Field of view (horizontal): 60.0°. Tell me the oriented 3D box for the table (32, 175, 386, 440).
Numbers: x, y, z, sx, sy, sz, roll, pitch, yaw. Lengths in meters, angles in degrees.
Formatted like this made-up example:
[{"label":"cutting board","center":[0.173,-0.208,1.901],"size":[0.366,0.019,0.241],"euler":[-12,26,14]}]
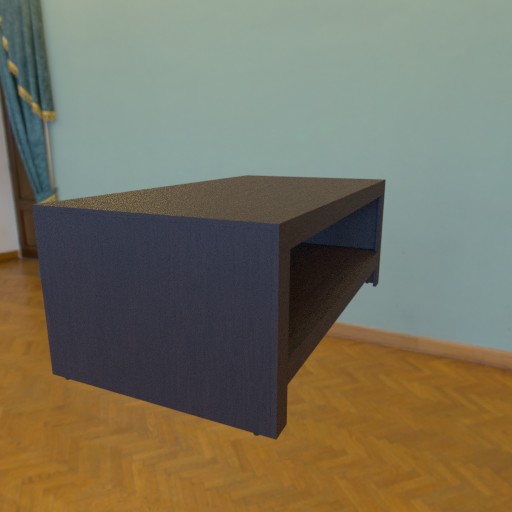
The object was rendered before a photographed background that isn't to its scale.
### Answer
[{"label":"table","center":[0.000,0.000,1.406],"size":[0.597,0.424,1.099],"euler":[6,15,24]}]
